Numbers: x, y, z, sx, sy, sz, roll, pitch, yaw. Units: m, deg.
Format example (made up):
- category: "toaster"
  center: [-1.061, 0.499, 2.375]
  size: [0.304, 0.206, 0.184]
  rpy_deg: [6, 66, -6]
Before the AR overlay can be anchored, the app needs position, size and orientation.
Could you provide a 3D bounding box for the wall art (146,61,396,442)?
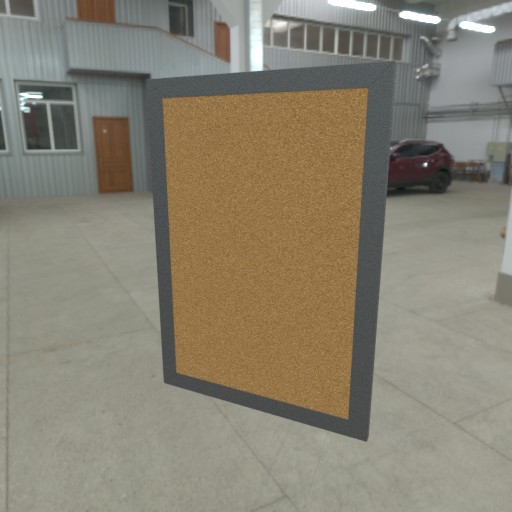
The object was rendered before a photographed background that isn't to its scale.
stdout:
- category: "wall art"
  center: [0.000, 0.000, 0.689]
  size: [0.380, 0.534, 0.013]
  rpy_deg: [7, 16, 25]
